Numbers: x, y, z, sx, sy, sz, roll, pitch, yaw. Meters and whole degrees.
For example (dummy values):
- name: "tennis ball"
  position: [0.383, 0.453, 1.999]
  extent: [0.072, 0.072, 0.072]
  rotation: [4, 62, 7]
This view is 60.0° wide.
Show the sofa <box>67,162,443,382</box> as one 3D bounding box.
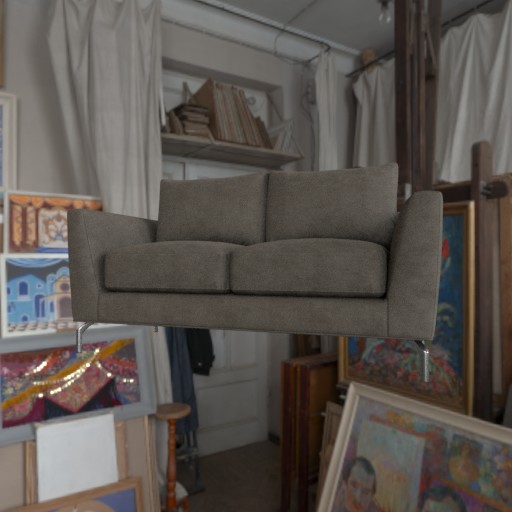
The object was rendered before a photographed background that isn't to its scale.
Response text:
- name: "sofa"
  position: [0.000, 0.000, 2.406]
  extent: [1.832, 1.013, 0.855]
  rotation: [0, -1, 20]
